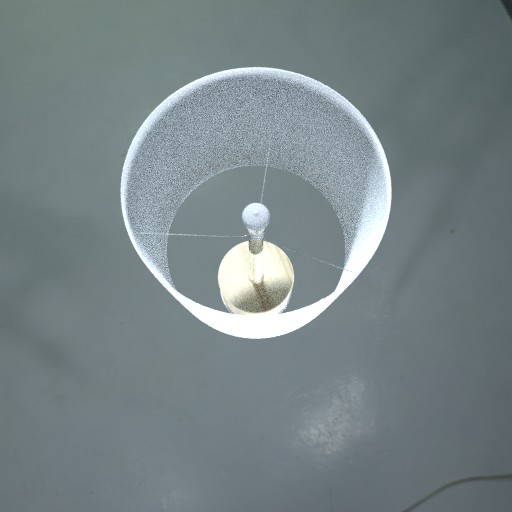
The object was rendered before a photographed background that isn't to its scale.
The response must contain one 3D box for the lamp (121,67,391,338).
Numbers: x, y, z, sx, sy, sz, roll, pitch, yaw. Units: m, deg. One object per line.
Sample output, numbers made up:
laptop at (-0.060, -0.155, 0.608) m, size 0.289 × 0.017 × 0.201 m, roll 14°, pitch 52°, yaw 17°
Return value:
lamp at (0.000, 0.000, 0.598) m, size 0.229 × 0.470 × 0.229 m, roll -19°, pitch 76°, yaw -5°
